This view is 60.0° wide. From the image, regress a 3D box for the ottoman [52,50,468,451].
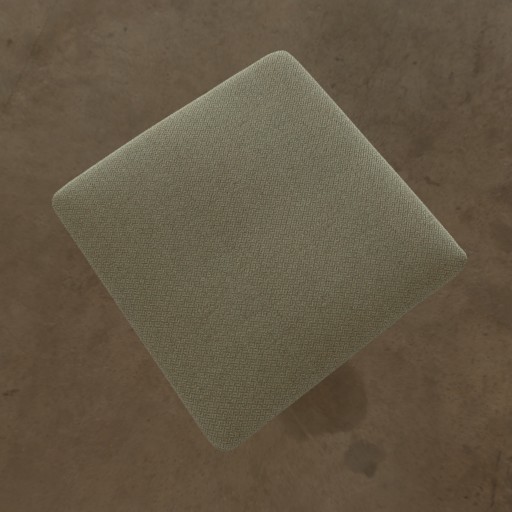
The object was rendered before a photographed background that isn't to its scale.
[{"bbox_3d":[0.000,0.000,0.917,0.512,0.453,0.521,-36,79,-8],"label":"ottoman"}]
